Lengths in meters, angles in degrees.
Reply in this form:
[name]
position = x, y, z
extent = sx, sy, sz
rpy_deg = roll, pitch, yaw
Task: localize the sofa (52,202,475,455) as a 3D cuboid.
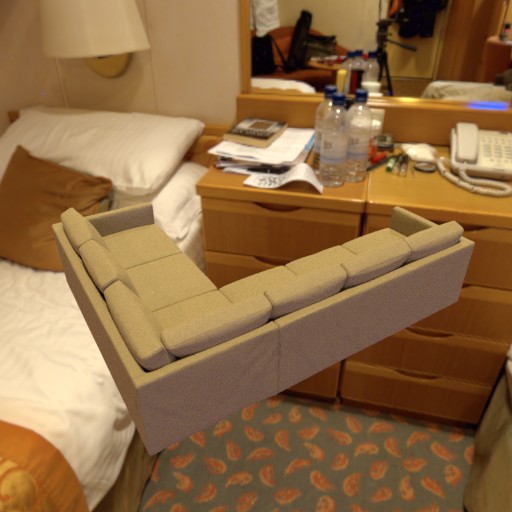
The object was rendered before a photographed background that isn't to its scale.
[sofa]
position = 0.000, 0.000, 4.281
extent = 3.182, 0.871, 2.432
rpy_deg = -18, 36, -27
